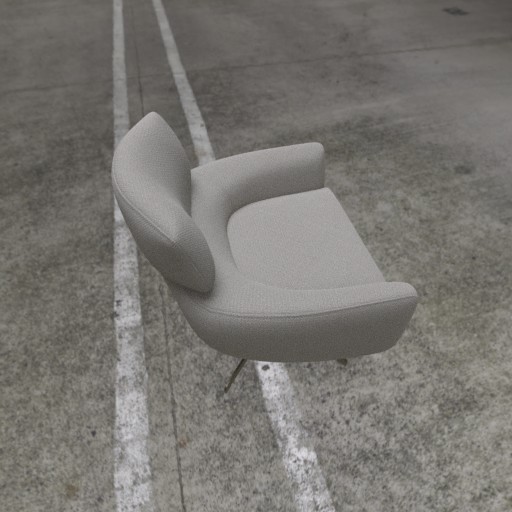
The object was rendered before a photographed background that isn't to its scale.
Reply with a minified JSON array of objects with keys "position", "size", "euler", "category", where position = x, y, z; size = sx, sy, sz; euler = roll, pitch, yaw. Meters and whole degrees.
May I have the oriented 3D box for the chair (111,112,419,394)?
[{"position":[0.000,0.000,1.411],"size":[0.730,0.810,0.760],"euler":[-10,47,-10],"category":"chair"}]
